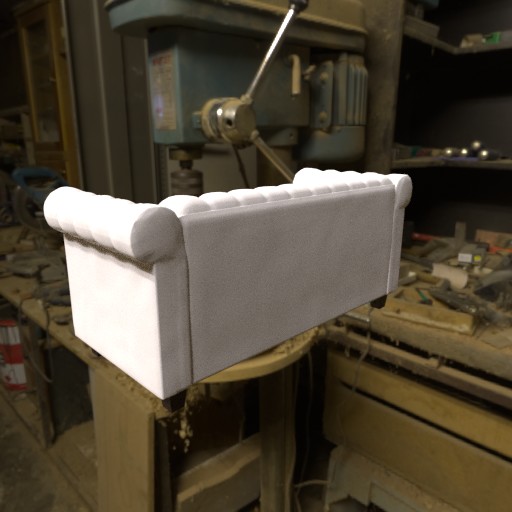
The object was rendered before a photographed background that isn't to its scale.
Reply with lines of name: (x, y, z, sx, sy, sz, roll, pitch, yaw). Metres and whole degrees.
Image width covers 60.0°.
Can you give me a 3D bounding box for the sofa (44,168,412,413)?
sofa: (0.000, 0.000, 2.293, 1.798, 0.796, 0.771, -14, 21, -42)
